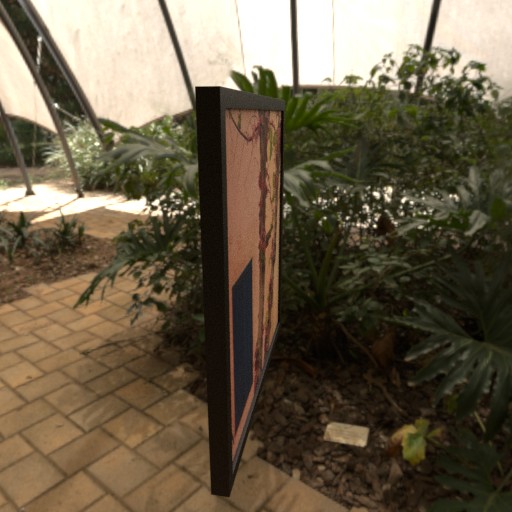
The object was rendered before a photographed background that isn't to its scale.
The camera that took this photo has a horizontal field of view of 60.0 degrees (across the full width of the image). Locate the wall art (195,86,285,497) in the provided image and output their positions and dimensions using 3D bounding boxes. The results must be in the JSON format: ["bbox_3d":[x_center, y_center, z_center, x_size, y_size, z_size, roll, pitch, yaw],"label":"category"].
[{"bbox_3d":[0.000,0.000,1.121,0.038,0.762,0.762,3,18,10],"label":"wall art"}]
